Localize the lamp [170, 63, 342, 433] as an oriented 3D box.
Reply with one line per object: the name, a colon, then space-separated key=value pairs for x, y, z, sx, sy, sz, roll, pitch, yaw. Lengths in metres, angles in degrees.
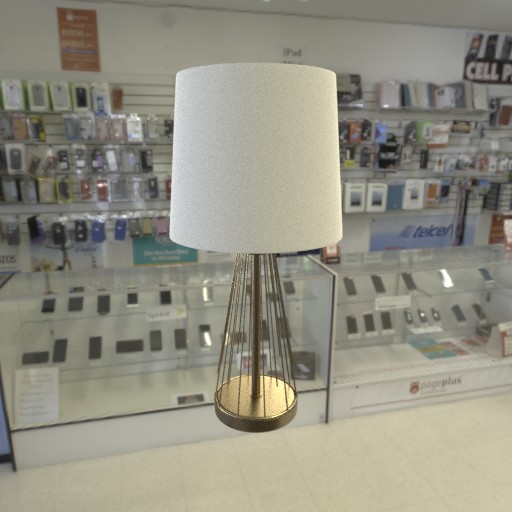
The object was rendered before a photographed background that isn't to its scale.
lamp: x=0.000 y=0.000 z=0.802 sx=0.303 sy=0.618 sz=0.303 roll=0 pitch=14 yaw=0
